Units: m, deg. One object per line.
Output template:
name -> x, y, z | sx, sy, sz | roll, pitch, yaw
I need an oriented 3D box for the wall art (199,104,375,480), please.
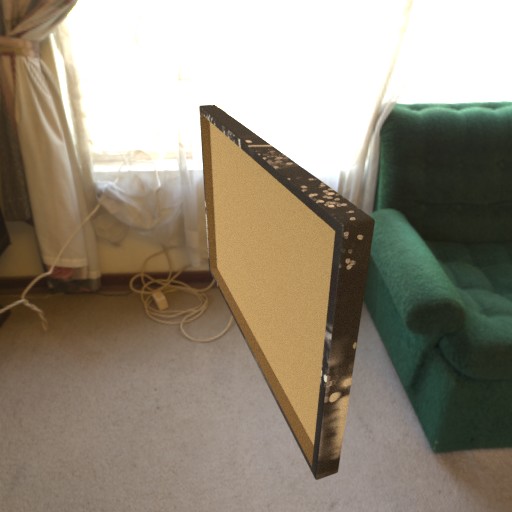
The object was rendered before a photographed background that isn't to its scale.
wall art -> 0.000, 0.000, 0.787 | 0.037, 0.406, 0.609 | -10, 31, -17
